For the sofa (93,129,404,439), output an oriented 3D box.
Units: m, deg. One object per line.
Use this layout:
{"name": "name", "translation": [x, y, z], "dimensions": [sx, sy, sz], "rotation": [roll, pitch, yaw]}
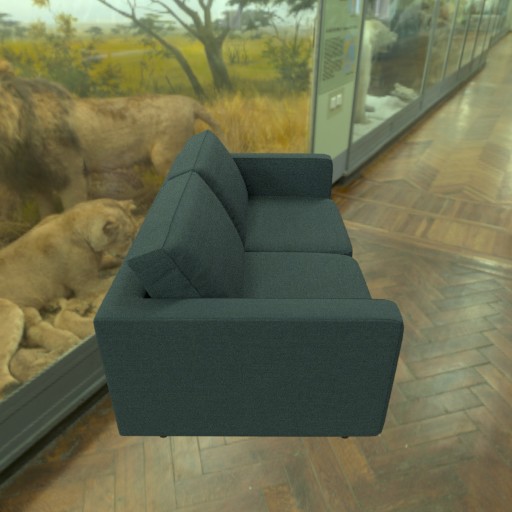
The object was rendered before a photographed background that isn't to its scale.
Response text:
{"name": "sofa", "translation": [0.000, 0.000, 2.195], "dimensions": [0.999, 0.907, 1.659], "rotation": [0, 30, 0]}
